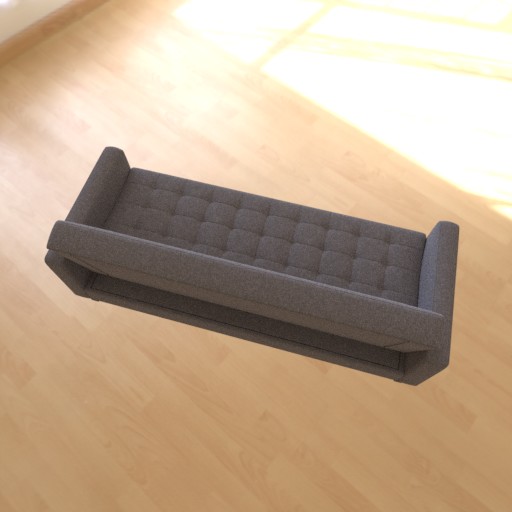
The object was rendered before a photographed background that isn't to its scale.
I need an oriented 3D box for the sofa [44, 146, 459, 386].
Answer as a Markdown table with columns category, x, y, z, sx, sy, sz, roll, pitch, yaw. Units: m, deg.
| category | x | y | z | sx | sy | sz | roll | pitch | yaw |
| --- | --- | --- | --- | --- | --- | --- | --- | --- | --- |
| sofa | 0.000 | 0.000 | 2.434 | 2.040 | 0.850 | 0.810 | 14 | 64 | 7 |
